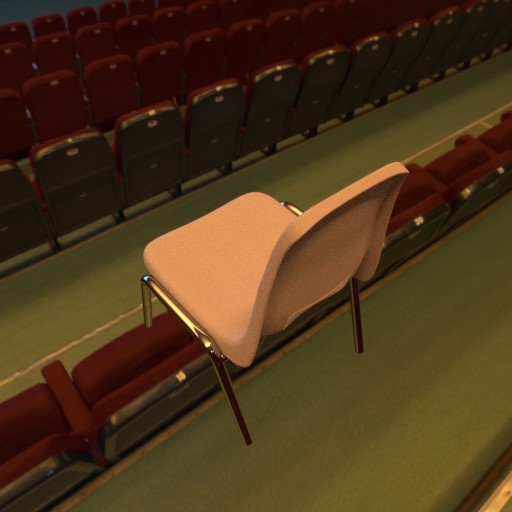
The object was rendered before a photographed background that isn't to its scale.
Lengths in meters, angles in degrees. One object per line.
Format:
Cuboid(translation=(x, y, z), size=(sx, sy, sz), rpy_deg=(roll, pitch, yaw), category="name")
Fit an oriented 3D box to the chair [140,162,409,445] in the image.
Cuboid(translation=(0.000, 0.000, 0.795), size=(0.354, 0.537, 0.385), rpy_deg=(-30, 53, -26), category="chair")
